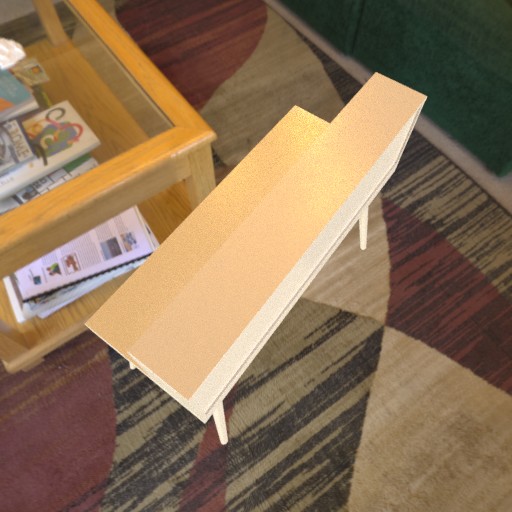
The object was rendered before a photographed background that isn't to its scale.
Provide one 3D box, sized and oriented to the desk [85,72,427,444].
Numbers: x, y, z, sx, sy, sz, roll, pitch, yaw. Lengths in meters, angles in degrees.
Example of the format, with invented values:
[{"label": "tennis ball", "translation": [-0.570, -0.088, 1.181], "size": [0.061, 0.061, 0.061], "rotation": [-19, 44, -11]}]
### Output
[{"label": "desk", "translation": [0.000, 0.000, 1.734], "size": [0.559, 0.990, 1.199], "rotation": [33, 67, 16]}]
